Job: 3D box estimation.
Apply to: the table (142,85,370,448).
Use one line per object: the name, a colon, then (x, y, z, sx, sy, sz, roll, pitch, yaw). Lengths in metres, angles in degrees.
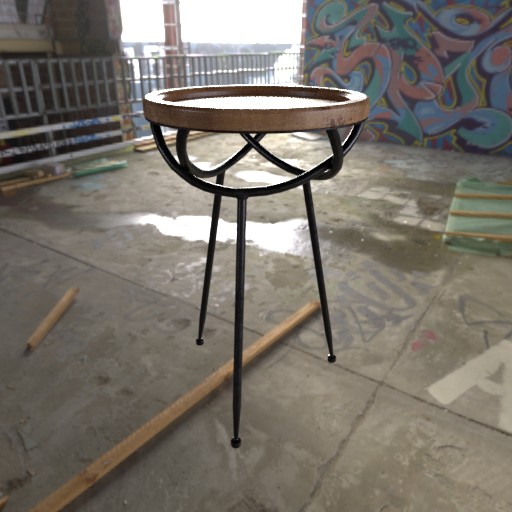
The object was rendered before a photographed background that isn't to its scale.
table: (0.000, 0.000, 0.962, 0.414, 0.664, 0.418, -17, 31, -31)
